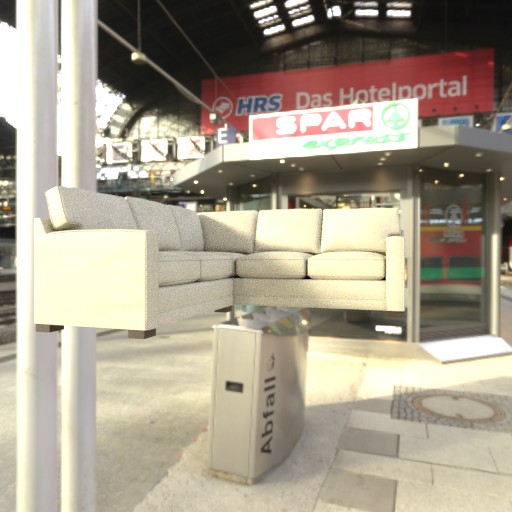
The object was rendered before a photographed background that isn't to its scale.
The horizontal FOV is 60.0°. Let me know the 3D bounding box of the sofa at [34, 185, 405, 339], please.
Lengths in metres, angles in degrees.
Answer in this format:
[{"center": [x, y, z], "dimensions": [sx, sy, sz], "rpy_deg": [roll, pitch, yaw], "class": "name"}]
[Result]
[{"center": [0.000, 0.000, 3.433], "dimensions": [2.211, 0.936, 2.188], "rpy_deg": [0, 0, 18], "class": "sofa"}]
